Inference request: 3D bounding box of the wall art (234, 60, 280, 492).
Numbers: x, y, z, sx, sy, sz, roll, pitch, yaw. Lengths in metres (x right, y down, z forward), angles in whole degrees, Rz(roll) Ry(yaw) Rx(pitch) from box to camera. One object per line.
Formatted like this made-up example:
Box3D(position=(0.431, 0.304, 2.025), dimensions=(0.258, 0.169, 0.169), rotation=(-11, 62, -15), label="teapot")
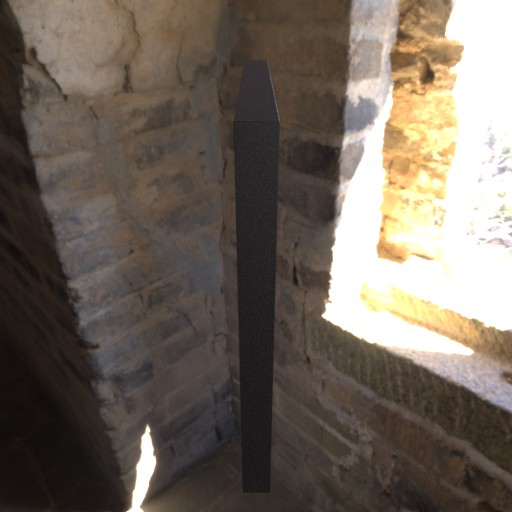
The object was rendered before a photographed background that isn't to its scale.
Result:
Box3D(position=(0.000, 0.000, 0.512), dimensions=(0.029, 0.381, 0.330), rotation=(0, 30, 0), label="wall art")
